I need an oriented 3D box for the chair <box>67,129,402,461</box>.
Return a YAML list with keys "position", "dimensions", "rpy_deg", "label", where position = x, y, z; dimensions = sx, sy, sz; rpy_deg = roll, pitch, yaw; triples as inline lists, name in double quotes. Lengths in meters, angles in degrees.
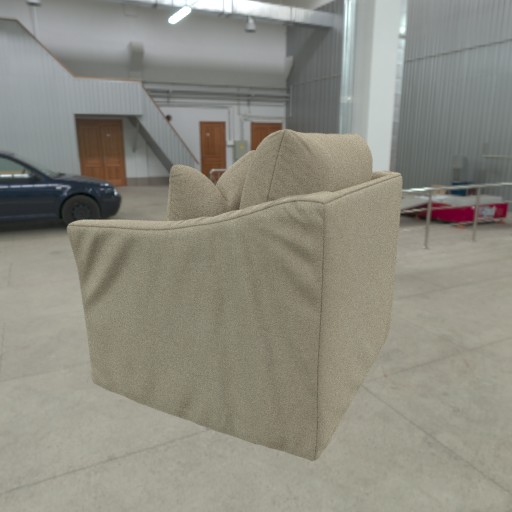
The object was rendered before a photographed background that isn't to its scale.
- position: [0.000, 0.000, 2.030]
  dimensions: [1.071, 1.093, 1.194]
  rpy_deg: [8, 16, 27]
  label: "chair"
